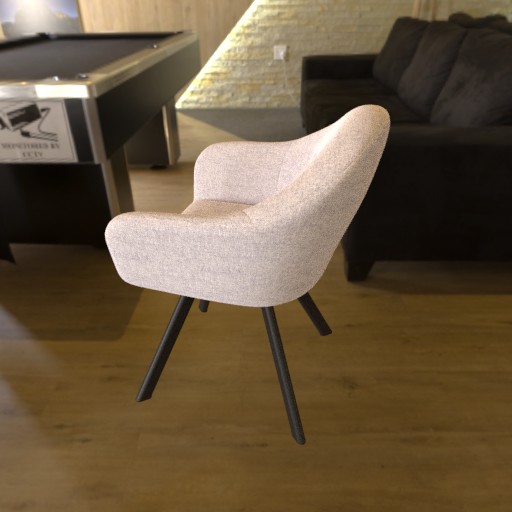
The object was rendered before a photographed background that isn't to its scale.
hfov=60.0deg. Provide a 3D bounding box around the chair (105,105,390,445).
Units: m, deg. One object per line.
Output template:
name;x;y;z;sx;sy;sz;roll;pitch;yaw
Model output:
chair;0.000;0.000;1.157;0.570;0.780;0.540;9;32;15
